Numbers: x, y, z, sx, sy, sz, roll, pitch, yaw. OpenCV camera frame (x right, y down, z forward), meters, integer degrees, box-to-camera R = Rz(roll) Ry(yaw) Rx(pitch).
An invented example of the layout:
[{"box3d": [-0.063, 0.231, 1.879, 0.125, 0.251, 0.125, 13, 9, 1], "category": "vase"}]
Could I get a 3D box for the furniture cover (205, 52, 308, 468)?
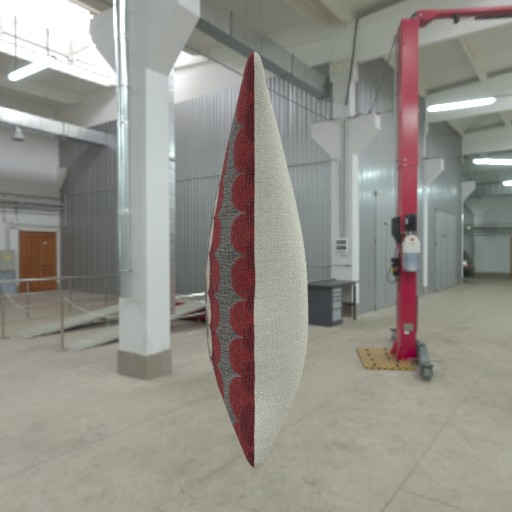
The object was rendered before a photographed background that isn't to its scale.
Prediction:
[{"box3d": [0.000, 0.000, 0.653, 0.145, 0.420, 0.435, 0, 1, 0], "category": "furniture cover"}]
